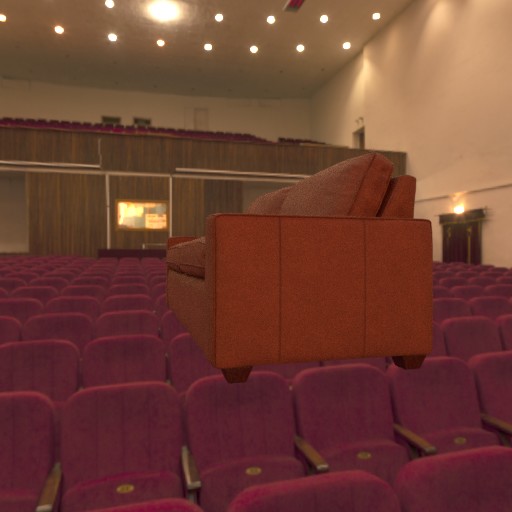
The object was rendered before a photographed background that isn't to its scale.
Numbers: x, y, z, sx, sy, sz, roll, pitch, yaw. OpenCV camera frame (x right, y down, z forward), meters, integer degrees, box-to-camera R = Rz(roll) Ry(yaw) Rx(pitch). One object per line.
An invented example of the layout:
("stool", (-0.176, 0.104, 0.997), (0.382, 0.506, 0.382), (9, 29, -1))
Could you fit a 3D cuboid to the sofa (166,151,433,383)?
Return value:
("sofa", (0.000, 0.000, 2.625), (0.940, 0.919, 2.080), (0, 0, -16))
